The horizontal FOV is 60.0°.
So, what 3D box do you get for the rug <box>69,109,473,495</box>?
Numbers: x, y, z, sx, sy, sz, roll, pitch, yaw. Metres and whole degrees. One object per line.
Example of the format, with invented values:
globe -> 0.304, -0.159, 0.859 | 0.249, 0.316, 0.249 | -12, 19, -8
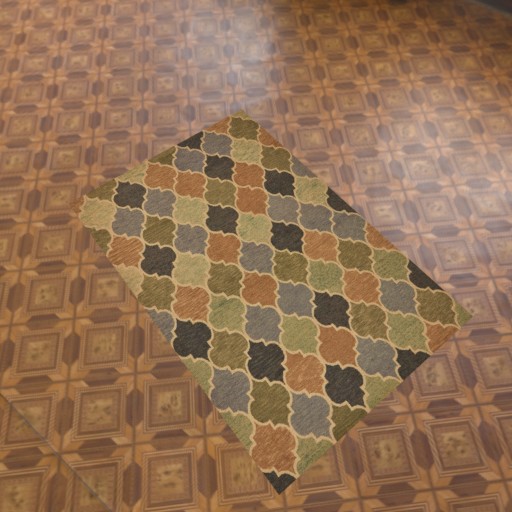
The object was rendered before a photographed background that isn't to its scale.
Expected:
rug -> 0.000, 0.000, 2.878 | 1.521, 0.006, 2.284 | -34, 65, -18
